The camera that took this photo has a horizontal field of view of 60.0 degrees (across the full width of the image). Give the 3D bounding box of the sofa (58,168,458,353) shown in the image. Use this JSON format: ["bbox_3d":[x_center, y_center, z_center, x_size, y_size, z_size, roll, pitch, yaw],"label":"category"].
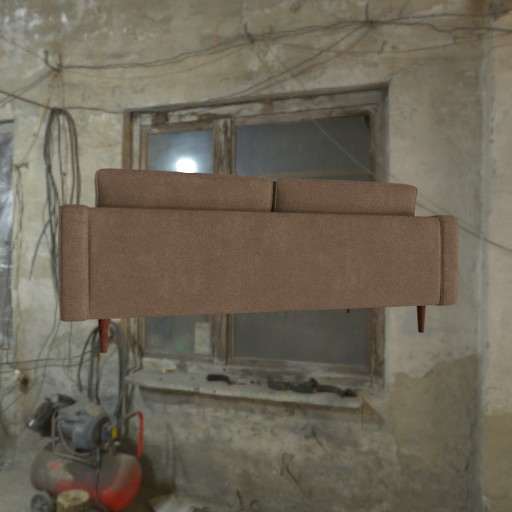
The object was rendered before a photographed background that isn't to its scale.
[{"bbox_3d":[0.000,0.000,2.371,1.883,0.769,0.920,0,1,-17],"label":"sofa"}]
